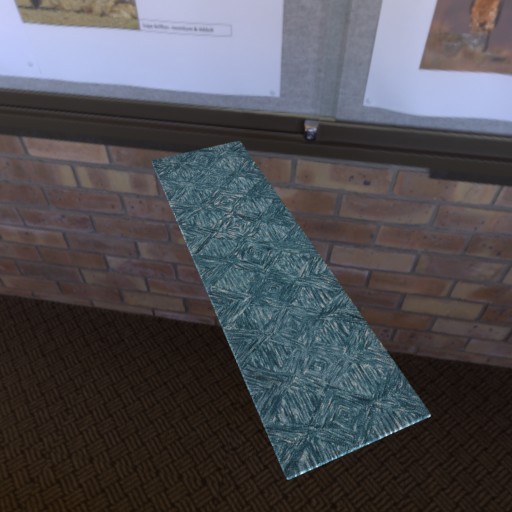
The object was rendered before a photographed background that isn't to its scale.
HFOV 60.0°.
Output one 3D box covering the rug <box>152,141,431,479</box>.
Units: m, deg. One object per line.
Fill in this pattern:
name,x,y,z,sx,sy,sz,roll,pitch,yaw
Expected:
rug,0.000,0.000,2.519,0.676,0.016,2.286,-17,49,-15
